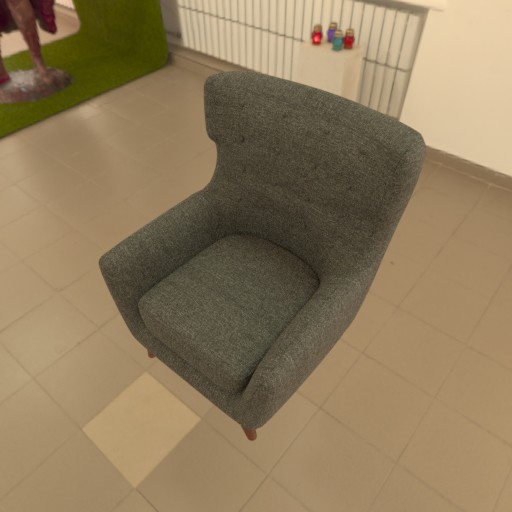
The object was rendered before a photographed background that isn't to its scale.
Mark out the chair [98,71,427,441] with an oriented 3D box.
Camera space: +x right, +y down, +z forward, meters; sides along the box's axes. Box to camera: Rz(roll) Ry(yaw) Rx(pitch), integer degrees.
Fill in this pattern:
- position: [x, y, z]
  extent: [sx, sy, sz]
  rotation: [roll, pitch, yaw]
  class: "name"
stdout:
- position: [0.000, 0.000, 1.748]
  extent: [0.878, 1.063, 0.904]
  rotation: [30, 53, 26]
  class: "chair"
